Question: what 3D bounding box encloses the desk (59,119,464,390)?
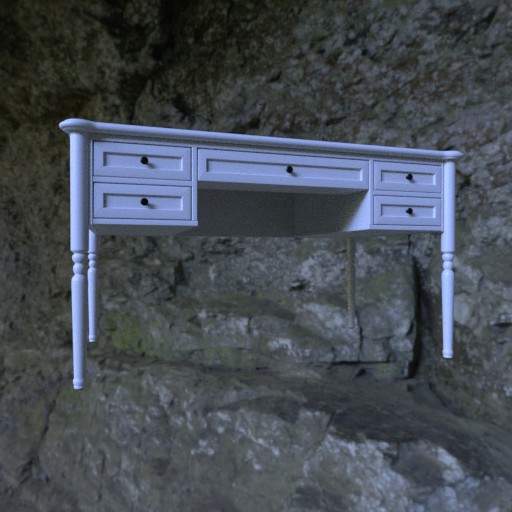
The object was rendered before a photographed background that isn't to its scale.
[{"bbox_3d":[0.000,0.000,1.793,1.380,0.762,0.807,0,0,-17],"label":"desk"}]
